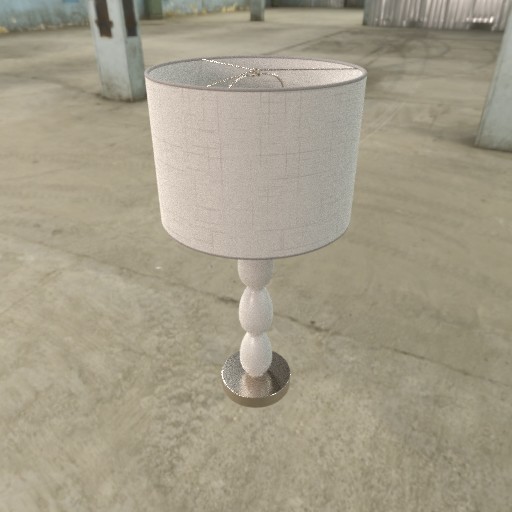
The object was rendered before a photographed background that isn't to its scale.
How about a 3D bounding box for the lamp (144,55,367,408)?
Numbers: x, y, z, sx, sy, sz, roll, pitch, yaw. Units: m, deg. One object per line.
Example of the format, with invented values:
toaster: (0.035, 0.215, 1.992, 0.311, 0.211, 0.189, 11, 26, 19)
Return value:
lamp: (0.000, 0.000, 0.711, 0.282, 0.559, 0.280, -20, 36, -30)
